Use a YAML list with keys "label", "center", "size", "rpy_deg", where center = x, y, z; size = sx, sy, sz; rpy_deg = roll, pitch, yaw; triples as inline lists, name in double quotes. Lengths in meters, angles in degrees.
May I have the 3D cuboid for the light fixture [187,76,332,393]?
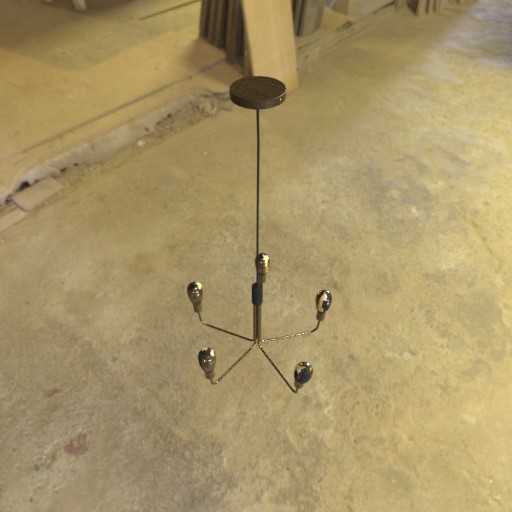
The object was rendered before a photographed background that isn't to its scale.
- label: "light fixture"
  center: [0.000, 0.000, 1.395]
  size: [0.588, 1.059, 0.532]
  rpy_deg: [31, 53, 27]
